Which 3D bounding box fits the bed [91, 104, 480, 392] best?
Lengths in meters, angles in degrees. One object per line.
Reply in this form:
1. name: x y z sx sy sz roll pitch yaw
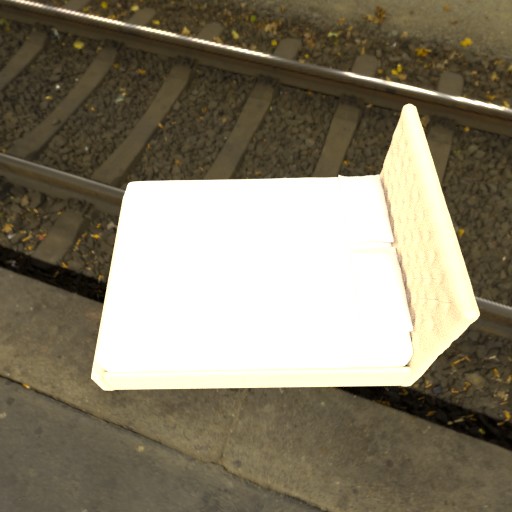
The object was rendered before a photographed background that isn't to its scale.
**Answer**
1. bed: 0.000 0.000 3.355 2.387 1.427 1.698 -1 58 -1
